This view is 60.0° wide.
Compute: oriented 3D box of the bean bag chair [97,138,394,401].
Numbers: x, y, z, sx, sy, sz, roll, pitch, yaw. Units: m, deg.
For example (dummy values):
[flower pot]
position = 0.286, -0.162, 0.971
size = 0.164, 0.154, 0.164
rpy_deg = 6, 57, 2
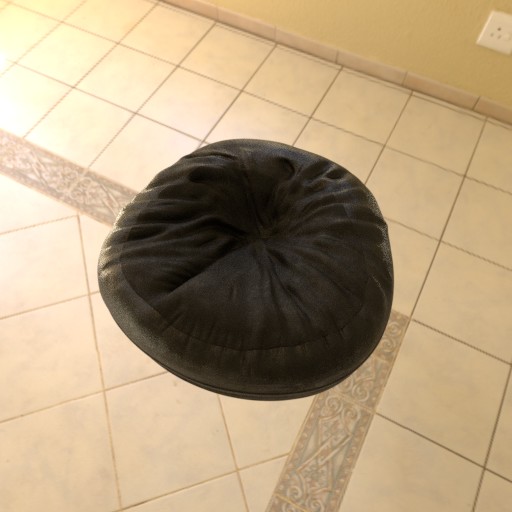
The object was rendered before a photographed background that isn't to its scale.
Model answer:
[bean bag chair]
position = 0.000, 0.000, 2.477
size = 1.524, 0.878, 1.524
rpy_deg = 16, 65, 8
